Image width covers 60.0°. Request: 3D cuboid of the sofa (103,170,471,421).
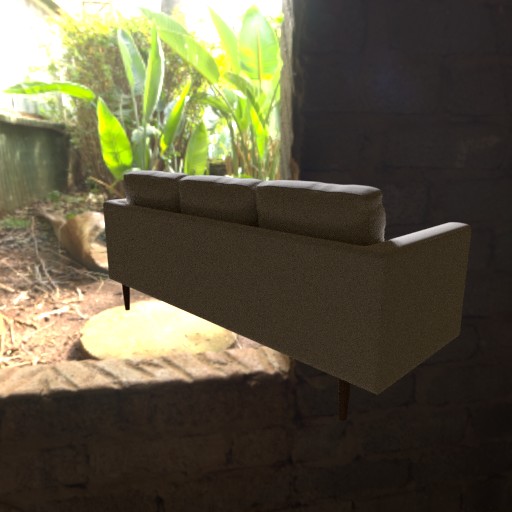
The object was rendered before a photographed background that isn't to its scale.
[{"bbox_3d":[0.000,0.000,2.490,0.802,0.912,2.029,-13,19,-43],"label":"sofa"}]
